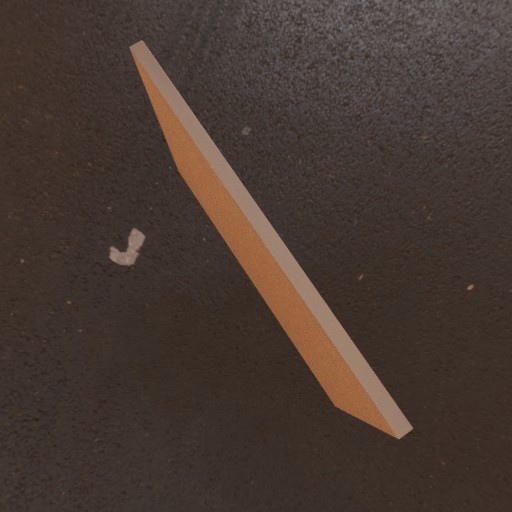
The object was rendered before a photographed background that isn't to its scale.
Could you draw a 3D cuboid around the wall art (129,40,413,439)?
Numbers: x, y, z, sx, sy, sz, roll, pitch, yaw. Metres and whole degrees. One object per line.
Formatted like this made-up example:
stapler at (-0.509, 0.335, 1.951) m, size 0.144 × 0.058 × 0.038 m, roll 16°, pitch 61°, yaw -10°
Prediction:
wall art at (0.000, 0.000, 0.759) m, size 0.021 × 0.410 × 0.615 m, roll -33°, pitch 78°, yaw -8°
